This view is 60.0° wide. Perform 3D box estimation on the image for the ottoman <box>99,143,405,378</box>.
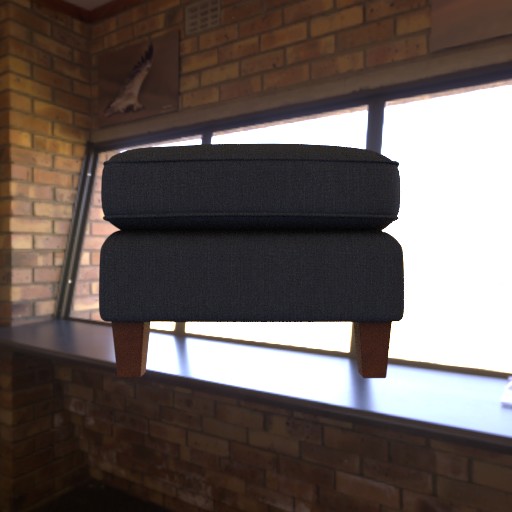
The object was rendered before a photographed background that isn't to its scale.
[{"bbox_3d":[0.000,0.000,1.201,0.570,0.438,0.885,0,0,0],"label":"ottoman"}]
